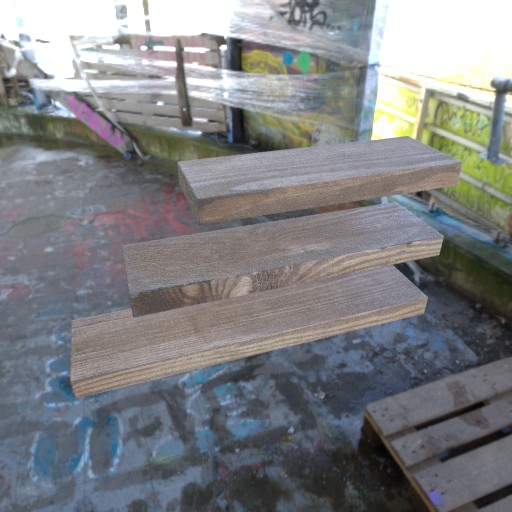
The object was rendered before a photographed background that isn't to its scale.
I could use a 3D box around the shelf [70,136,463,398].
[{"bbox_3d":[0.000,0.000,0.715,0.610,0.293,0.140,-10,34,-16],"label":"shelf"}]
